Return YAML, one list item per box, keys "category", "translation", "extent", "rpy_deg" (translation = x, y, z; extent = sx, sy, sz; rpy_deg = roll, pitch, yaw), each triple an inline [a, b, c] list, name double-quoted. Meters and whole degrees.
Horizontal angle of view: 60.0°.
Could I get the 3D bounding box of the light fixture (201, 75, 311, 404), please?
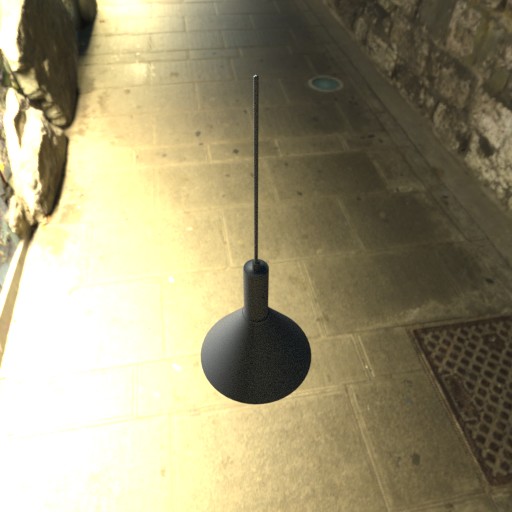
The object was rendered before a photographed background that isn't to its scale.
- category: "light fixture"
  translation: [0.000, 0.000, 0.834]
  extent: [0.267, 0.683, 0.267]
  rpy_deg: [3, 46, 3]
